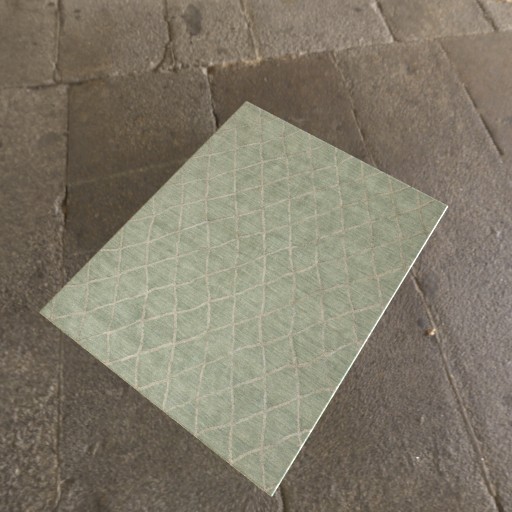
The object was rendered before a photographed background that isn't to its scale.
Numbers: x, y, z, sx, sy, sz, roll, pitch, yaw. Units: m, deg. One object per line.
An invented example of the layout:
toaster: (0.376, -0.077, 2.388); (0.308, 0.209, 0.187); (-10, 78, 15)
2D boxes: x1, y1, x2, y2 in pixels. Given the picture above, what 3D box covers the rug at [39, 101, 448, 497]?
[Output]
rug: (0.000, 0.000, 4.057); (2.420, 0.019, 3.039); (32, 67, 15)
